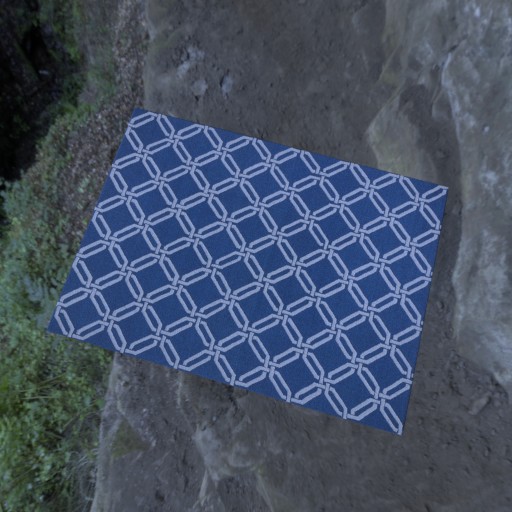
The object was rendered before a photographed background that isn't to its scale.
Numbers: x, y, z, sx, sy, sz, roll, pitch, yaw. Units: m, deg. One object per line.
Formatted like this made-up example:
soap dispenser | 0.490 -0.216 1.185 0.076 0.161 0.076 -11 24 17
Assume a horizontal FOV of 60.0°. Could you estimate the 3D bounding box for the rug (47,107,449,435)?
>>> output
rug | 0.000 0.000 4.277 3.342 0.018 2.432 15 76 4
